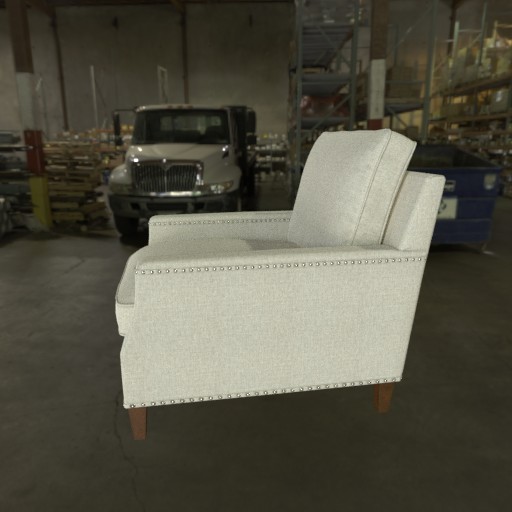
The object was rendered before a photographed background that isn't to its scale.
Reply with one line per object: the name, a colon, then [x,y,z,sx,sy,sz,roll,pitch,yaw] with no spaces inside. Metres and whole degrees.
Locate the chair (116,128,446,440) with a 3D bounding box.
chair: [0.000,0.000,1.721,1.014,0.943,0.853,-3,15,-10]
